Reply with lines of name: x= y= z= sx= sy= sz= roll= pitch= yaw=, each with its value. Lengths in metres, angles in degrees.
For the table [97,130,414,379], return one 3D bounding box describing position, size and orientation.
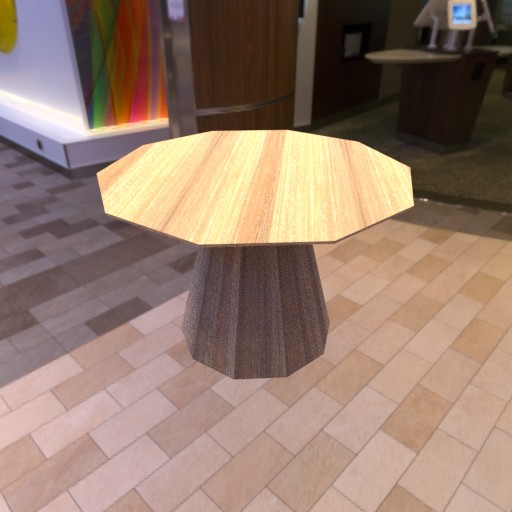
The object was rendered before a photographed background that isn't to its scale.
table: x=0.000 y=0.000 z=1.868 sx=1.186 sy=0.752 sz=1.186 roll=0 pitch=31 yaw=0
